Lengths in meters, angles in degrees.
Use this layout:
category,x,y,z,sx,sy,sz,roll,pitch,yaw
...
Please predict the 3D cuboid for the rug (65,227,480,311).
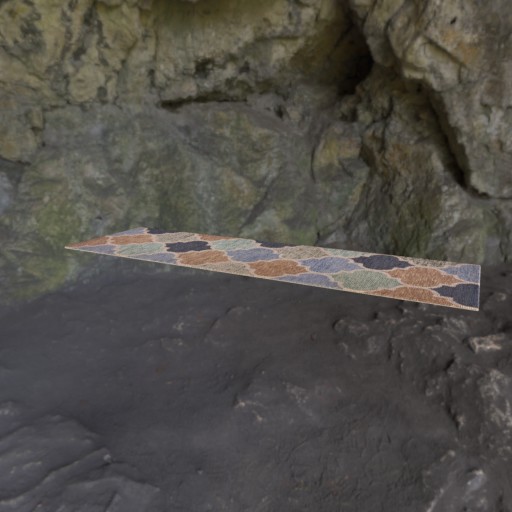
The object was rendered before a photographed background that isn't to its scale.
category,x,y,z,sx,sy,sz,roll,pitch,yaw
rug,0.000,0.000,2.521,2.287,0.011,0.687,7,17,26
